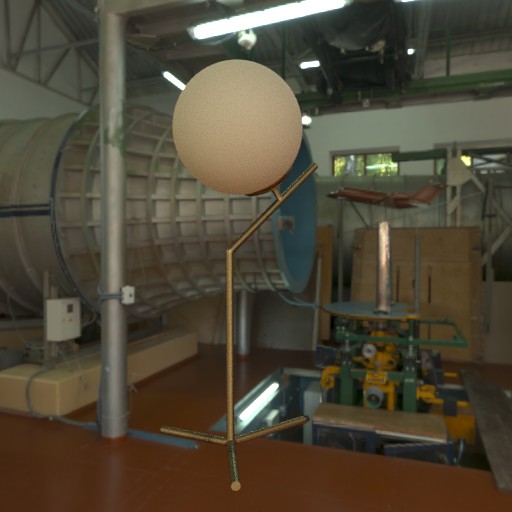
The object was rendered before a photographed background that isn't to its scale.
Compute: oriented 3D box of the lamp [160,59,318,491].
[{"bbox_3d":[0.000,0.000,0.664,0.251,0.552,0.210,-1,1,-36],"label":"lamp"}]
